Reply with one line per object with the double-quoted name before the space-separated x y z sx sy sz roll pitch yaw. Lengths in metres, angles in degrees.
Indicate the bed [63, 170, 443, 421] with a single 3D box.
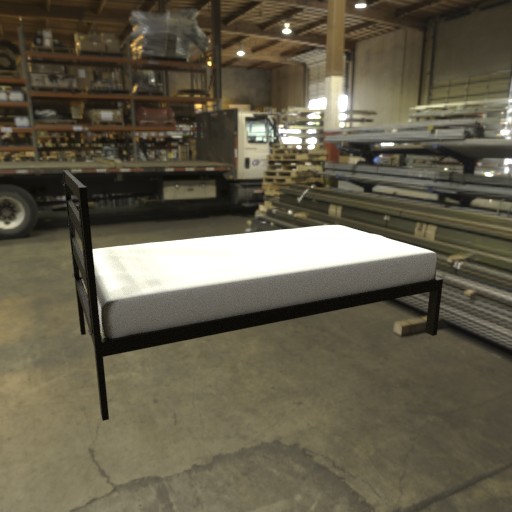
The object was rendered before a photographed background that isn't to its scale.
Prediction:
"bed" 0.000 0.000 2.558 1.930 0.967 0.991 -7 16 -25
